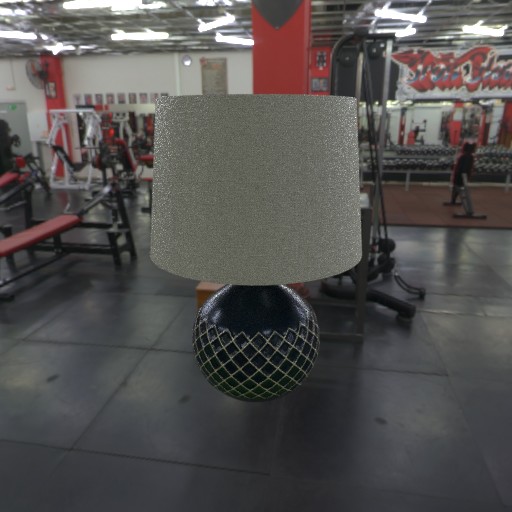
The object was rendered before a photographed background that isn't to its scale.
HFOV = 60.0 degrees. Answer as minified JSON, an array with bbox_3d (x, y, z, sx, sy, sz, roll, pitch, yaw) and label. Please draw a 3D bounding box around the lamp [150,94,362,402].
[{"bbox_3d":[0.000,0.000,0.811,0.376,0.540,0.376,0,17,0],"label":"lamp"}]
